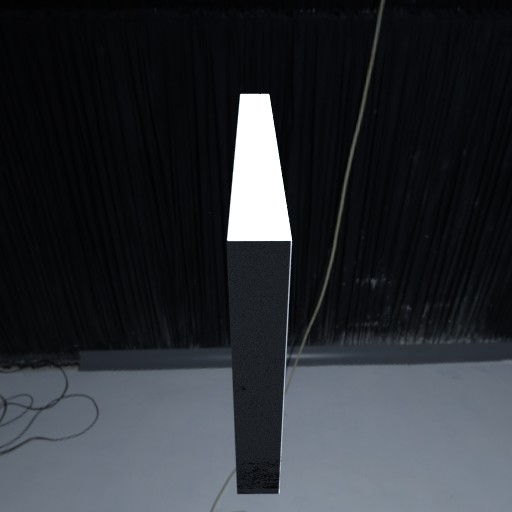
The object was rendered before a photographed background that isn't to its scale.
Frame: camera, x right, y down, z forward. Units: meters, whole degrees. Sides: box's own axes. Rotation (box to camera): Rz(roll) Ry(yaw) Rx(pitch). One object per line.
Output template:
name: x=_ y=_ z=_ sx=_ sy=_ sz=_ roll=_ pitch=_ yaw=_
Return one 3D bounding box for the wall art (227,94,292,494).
wall art: x=0.000 y=0.000 z=0.485 sx=0.038 sy=0.259 sz=0.381 roll=0 pitch=32 yaw=0
